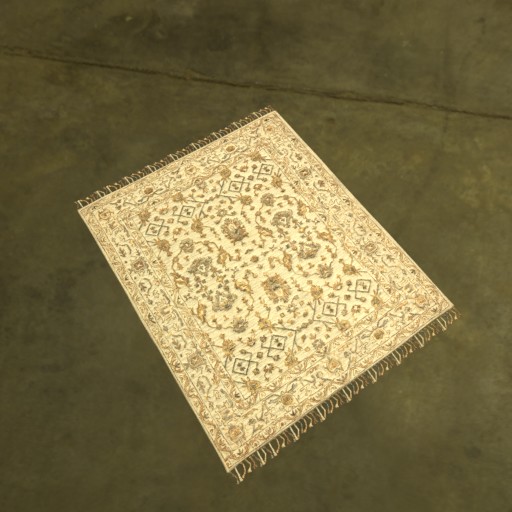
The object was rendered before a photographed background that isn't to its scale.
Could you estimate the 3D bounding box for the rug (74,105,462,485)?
[{"bbox_3d":[0.000,0.000,4.212,2.426,0.034,3.061,-31,68,-14],"label":"rug"}]
